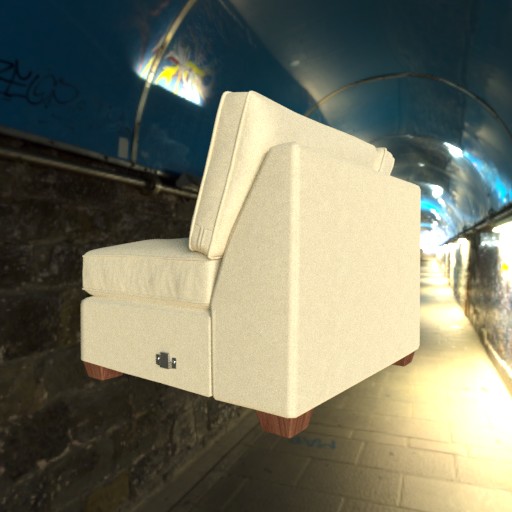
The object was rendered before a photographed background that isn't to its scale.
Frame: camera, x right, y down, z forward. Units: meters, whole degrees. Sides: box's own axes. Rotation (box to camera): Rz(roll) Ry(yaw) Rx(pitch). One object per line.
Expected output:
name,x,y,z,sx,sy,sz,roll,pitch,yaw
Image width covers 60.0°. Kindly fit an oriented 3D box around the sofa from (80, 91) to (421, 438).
sofa,0.000,0.000,1.939,1.084,1.002,1.146,1,1,37
